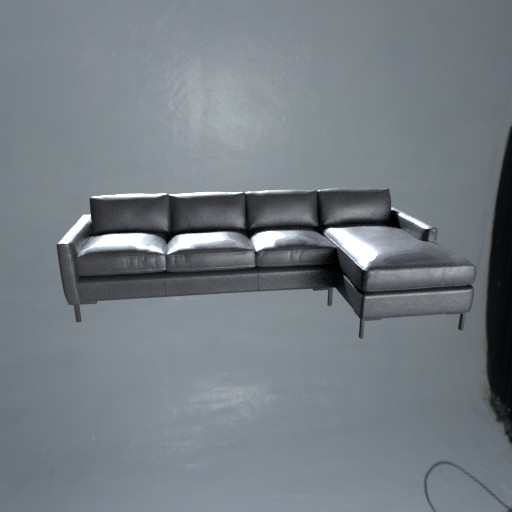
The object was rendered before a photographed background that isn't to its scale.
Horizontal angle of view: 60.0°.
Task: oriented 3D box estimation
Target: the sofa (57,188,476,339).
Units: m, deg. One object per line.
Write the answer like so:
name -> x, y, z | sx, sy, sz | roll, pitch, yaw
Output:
sofa -> 0.000, 0.000, 3.612 | 2.993, 0.859, 1.471 | -3, 19, -8
